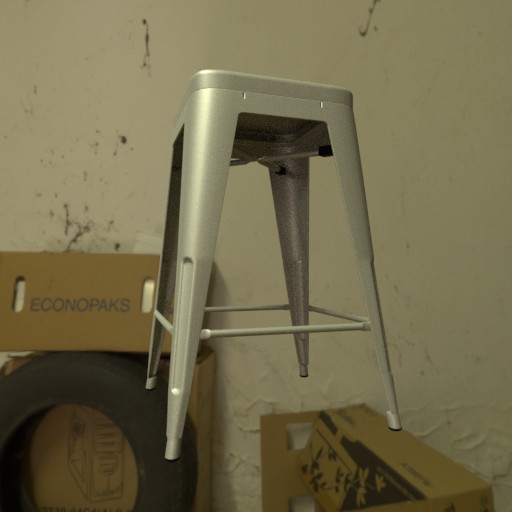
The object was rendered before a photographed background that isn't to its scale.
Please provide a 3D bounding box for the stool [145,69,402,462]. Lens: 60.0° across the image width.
[{"bbox_3d":[0.000,0.000,0.899,0.406,0.610,0.406,0,-1,-18],"label":"stool"}]
